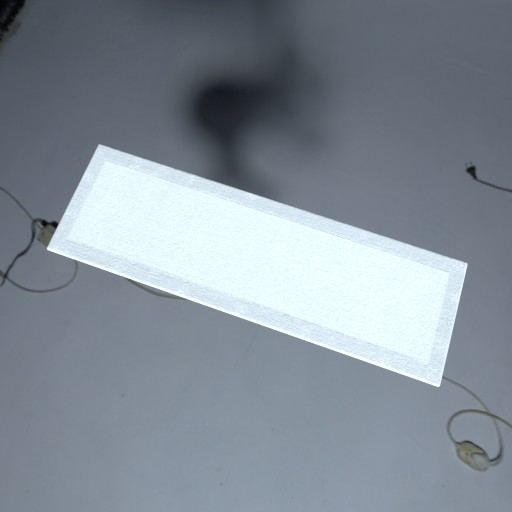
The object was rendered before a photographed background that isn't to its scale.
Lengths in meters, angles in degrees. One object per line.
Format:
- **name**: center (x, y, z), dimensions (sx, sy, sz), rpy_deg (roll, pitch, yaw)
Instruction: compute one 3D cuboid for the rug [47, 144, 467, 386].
- **rug**: center (0.000, 0.000, 2.675), dimensions (2.430, 0.012, 0.759), rpy_deg (19, 75, 5)
